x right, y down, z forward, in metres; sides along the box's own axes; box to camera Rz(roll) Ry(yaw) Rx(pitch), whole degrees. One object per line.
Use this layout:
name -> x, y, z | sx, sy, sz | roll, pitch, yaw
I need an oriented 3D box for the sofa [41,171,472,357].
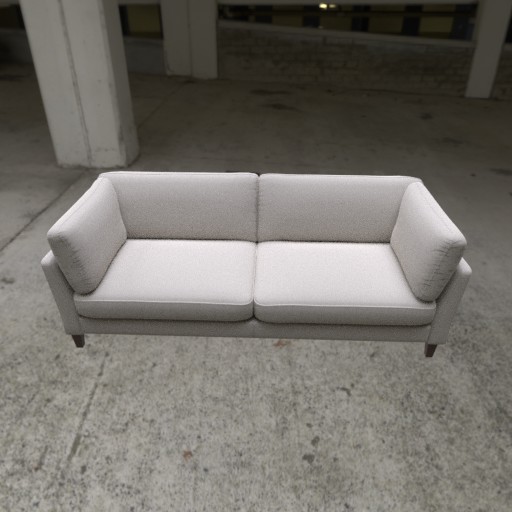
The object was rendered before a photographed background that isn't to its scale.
sofa -> 0.000, 0.000, 2.826 | 2.301, 0.863, 0.957 | 1, 31, 2
